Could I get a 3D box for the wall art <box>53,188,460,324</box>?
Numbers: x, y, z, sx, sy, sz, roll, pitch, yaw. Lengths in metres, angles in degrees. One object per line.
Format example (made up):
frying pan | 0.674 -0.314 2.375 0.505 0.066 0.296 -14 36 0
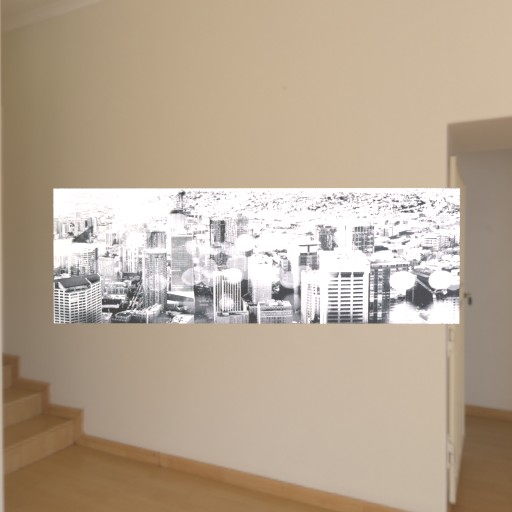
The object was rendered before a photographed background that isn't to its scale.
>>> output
wall art | 0.000 0.000 0.851 0.763 0.255 0.038 0 0 0
